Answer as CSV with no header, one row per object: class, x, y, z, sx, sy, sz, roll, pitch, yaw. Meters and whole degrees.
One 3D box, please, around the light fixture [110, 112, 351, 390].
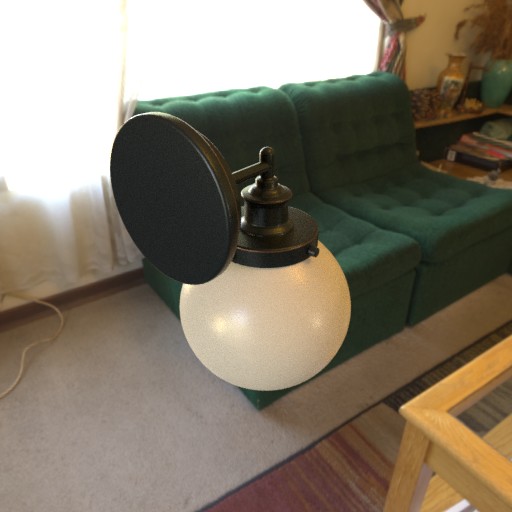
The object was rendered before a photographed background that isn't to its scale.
light fixture,0.000,0.000,0.472,0.197,0.332,0.230,22,37,33
